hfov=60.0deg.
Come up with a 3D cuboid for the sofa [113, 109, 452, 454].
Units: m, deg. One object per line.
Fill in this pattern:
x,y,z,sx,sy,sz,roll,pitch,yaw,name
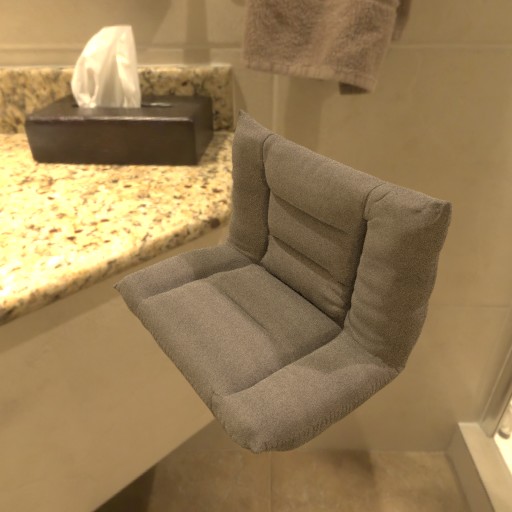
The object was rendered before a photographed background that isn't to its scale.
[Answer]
0.000,0.000,1.732,0.847,0.795,1.144,-22,38,-30,sofa
